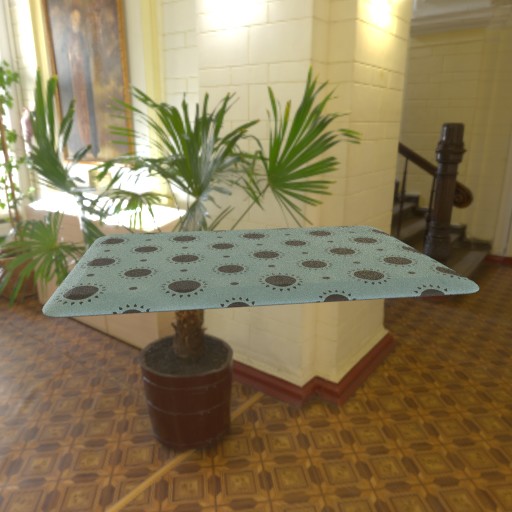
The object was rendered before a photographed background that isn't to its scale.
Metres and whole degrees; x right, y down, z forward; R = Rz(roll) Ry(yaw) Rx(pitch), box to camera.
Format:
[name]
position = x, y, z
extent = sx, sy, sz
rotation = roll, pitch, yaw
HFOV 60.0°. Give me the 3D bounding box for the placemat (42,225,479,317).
[placemat]
position = 0.000, 0.000, 0.975
extent = 0.762, 0.021, 0.508
rotation = -2, 17, -8
